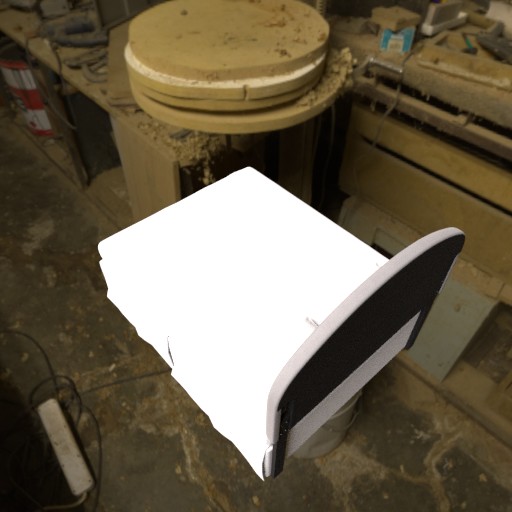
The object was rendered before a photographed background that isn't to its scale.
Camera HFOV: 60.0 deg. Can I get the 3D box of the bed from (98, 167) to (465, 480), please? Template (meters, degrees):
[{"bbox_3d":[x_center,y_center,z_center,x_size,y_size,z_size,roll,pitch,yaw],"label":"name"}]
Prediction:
[{"bbox_3d":[0.000,0.000,3.047,1.607,1.410,2.005,-32,54,-27],"label":"bed"}]
